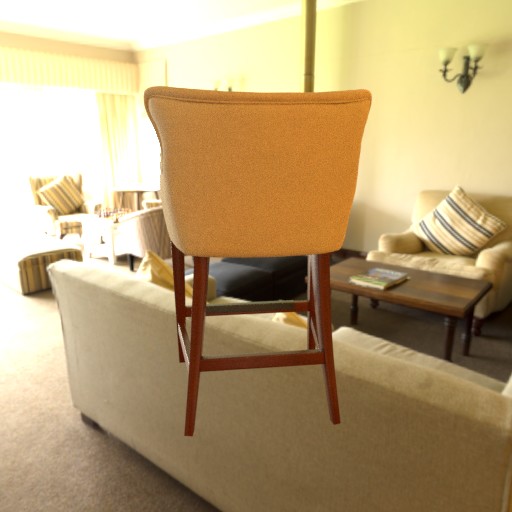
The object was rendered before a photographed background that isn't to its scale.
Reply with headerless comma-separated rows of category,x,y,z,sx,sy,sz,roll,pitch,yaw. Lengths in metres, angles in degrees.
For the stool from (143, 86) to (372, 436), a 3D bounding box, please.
stool,0.000,0.000,1.372,0.601,0.951,0.570,-2,15,-7
